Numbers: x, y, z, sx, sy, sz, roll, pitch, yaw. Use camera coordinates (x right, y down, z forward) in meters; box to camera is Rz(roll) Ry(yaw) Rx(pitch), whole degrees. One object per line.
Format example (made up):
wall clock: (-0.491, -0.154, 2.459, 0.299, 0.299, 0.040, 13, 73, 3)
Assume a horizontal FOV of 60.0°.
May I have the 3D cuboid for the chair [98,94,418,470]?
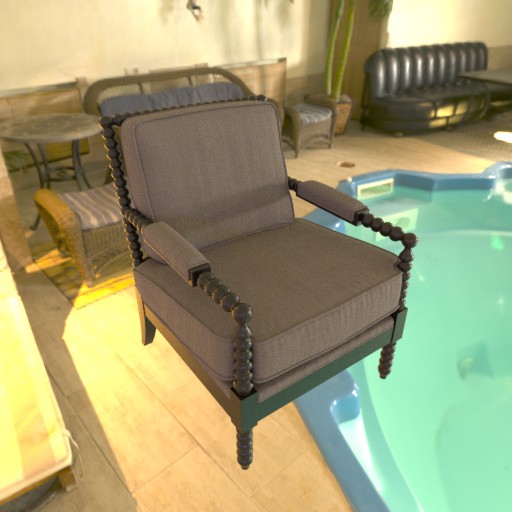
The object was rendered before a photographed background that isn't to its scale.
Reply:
chair: (0.000, 0.000, 1.127, 0.540, 0.661, 0.622, -20, 35, -31)
